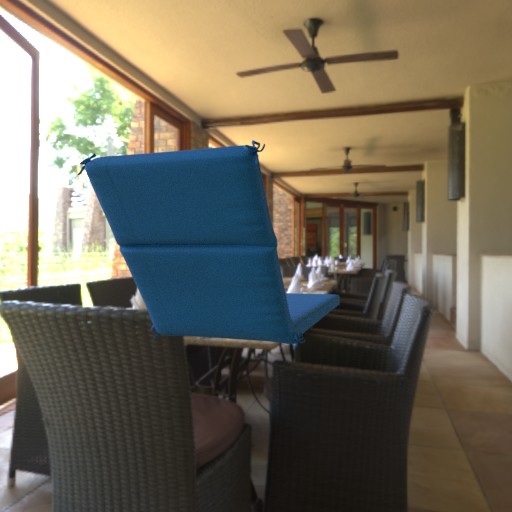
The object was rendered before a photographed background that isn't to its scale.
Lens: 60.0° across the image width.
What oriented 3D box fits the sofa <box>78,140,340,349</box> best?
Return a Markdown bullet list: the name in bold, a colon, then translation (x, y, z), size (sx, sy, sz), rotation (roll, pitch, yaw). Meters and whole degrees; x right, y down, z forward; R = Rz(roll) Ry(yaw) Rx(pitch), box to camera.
- **sofa**: translation (0.000, 0.000, 1.963), size (0.582, 0.622, 1.663), rotation (0, 0, 18)
